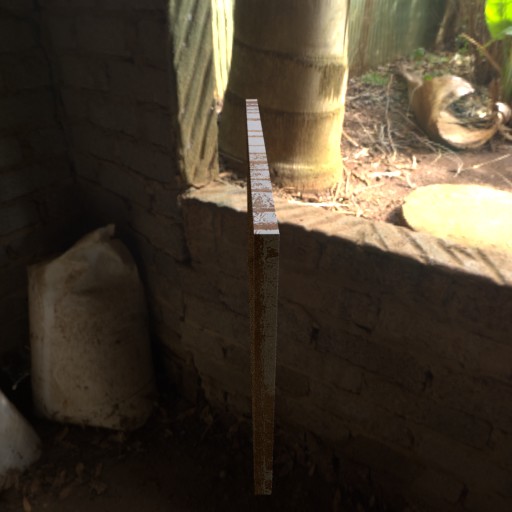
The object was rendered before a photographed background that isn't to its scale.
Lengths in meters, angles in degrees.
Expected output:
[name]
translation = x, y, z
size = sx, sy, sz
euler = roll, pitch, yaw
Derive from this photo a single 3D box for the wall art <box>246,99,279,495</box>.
[wall art]
translation = 0.000, 0.000, 1.157
size = 0.035, 0.609, 0.914
euler = -1, 31, -2
